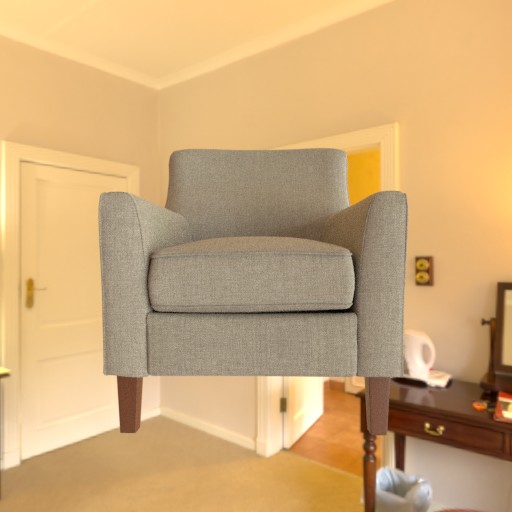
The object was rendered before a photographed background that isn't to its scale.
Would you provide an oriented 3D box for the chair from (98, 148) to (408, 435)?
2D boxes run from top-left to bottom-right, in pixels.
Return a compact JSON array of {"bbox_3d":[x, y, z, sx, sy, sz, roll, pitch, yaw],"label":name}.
[{"bbox_3d":[0.000,0.000,1.733,0.887,1.047,0.993,0,0,1],"label":"chair"}]
